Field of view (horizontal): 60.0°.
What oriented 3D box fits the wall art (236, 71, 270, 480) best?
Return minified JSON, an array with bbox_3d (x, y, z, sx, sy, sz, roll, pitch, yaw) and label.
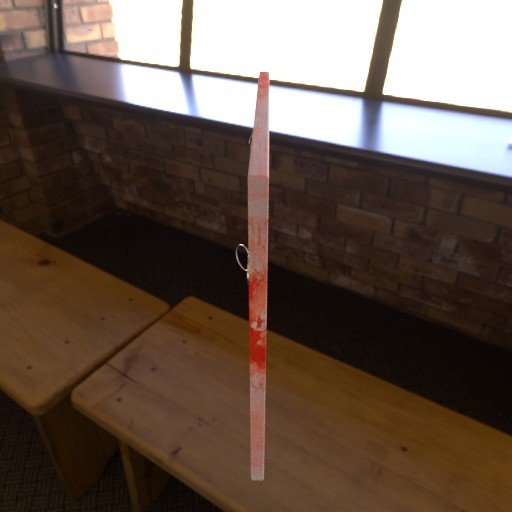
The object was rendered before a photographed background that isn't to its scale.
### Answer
[{"bbox_3d":[0.000,0.000,1.326,0.066,0.878,0.878,1,33,1],"label":"wall art"}]
